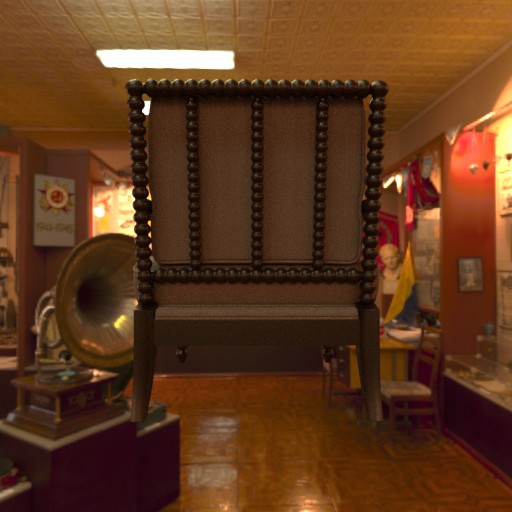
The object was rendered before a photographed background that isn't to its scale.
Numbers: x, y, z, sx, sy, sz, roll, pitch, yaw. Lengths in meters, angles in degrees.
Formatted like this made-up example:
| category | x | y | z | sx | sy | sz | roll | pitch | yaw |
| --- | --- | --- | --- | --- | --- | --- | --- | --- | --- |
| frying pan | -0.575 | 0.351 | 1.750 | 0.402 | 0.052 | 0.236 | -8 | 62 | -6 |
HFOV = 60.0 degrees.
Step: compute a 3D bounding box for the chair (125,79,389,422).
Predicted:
| category | x | y | z | sx | sy | sz | roll | pitch | yaw |
| --- | --- | --- | --- | --- | --- | --- | --- | --- | --- |
| chair | 0.000 | 0.000 | 1.124 | 0.540 | 0.661 | 0.622 | 0 | -1 | -1 |
